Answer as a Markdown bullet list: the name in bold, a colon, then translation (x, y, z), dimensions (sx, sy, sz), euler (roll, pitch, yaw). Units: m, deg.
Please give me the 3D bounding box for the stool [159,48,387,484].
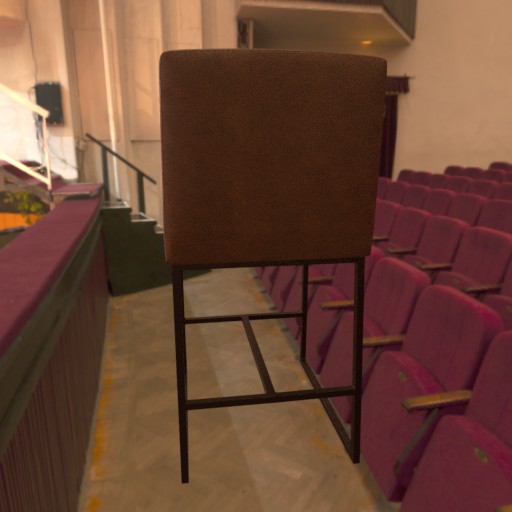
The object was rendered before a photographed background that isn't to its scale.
- **stool**: translation (0.000, 0.000, 1.204), dimensions (0.463, 0.942, 0.562), euler (-2, 15, -9)
